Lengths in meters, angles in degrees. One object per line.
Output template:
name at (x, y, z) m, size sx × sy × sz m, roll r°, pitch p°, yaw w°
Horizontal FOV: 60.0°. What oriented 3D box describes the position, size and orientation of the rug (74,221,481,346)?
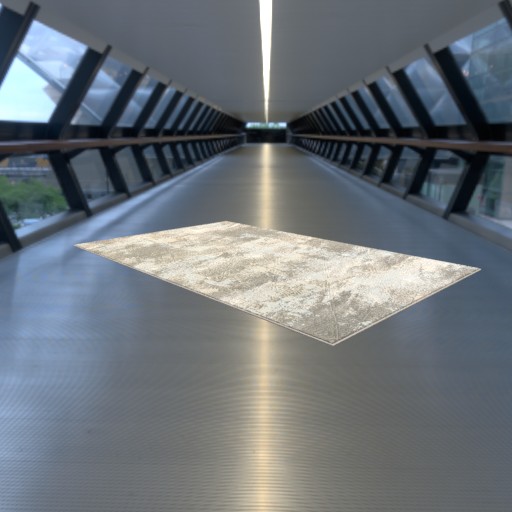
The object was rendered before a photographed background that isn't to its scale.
rug at (0.000, 0.000, 3.074) m, size 1.536 × 0.012 × 2.431 m, roll -13°, pitch 20°, yaw -43°
